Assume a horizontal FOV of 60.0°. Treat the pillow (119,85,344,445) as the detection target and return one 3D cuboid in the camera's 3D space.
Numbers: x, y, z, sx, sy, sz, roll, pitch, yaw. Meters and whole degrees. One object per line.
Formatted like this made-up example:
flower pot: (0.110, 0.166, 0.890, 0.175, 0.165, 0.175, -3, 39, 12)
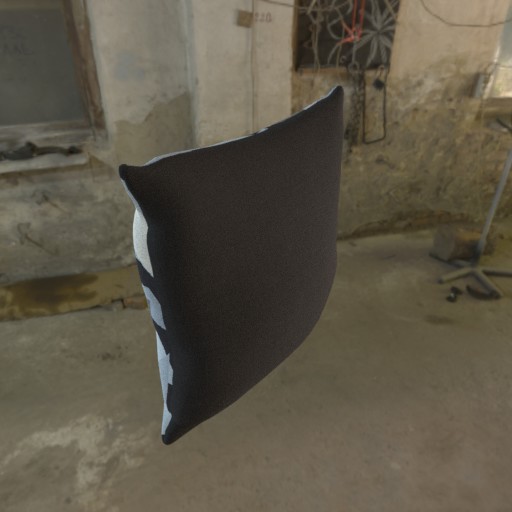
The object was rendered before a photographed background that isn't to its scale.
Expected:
pillow: (0.000, 0.000, 0.773, 0.208, 0.496, 0.503, 23, 39, 31)
